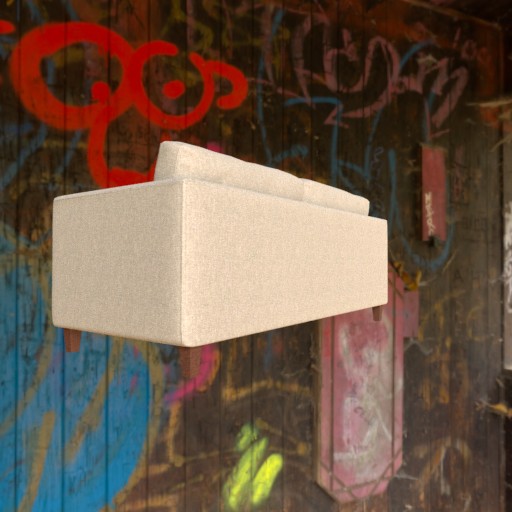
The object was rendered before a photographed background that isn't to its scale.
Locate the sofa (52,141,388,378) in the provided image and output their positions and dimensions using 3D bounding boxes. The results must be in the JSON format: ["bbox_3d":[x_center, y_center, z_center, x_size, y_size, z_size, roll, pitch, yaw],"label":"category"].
[{"bbox_3d":[0.000,0.000,2.790,0.956,0.963,2.208,0,-1,36],"label":"sofa"}]
